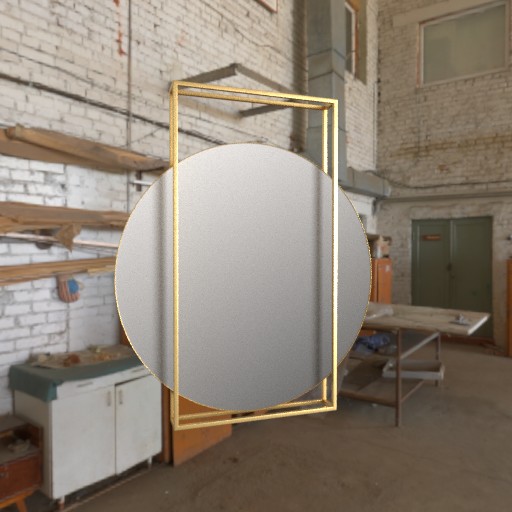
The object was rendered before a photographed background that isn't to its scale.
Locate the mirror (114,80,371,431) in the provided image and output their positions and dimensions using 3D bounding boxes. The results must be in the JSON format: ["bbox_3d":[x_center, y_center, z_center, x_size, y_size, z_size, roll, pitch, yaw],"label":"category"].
[{"bbox_3d":[0.000,0.000,0.835,0.508,0.603,0.051,0,1,-18],"label":"mirror"}]
